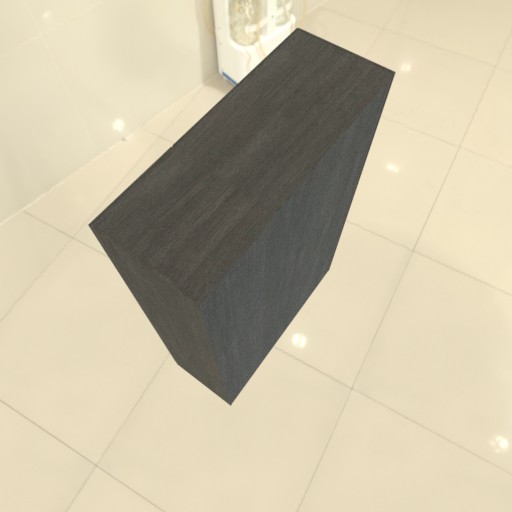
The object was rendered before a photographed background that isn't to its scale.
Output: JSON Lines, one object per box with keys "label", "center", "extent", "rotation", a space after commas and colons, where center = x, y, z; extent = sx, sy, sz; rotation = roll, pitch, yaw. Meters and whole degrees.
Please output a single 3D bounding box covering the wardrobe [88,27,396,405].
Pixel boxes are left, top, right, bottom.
{"label": "wardrobe", "center": [0.000, 0.000, 2.533], "extent": [0.510, 1.910, 1.290], "rotation": [33, 67, 16]}
